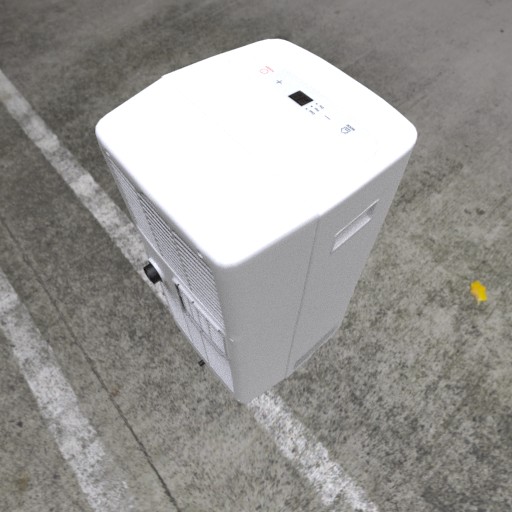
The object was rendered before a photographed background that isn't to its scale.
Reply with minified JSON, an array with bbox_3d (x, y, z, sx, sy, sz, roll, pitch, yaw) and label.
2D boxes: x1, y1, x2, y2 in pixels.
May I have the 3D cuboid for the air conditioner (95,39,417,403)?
[{"bbox_3d":[0.000,0.000,0.794,0.349,0.606,0.304,-35,64,-20],"label":"air conditioner"}]
